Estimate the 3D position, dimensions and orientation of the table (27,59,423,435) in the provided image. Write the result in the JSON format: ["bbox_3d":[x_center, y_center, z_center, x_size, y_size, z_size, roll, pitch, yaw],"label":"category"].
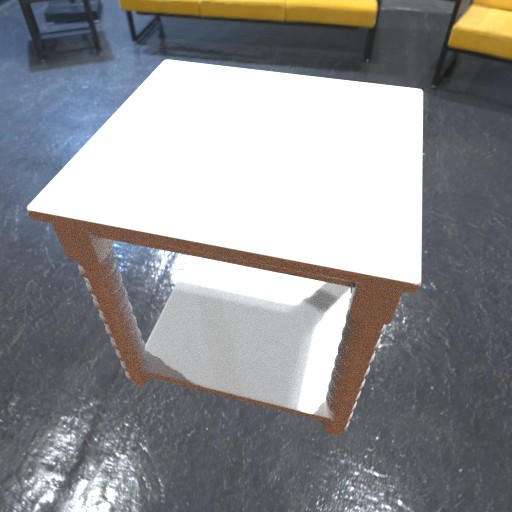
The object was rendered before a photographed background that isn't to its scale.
[{"bbox_3d":[0.000,0.000,0.933,0.533,0.563,0.500,11,48,10],"label":"table"}]
